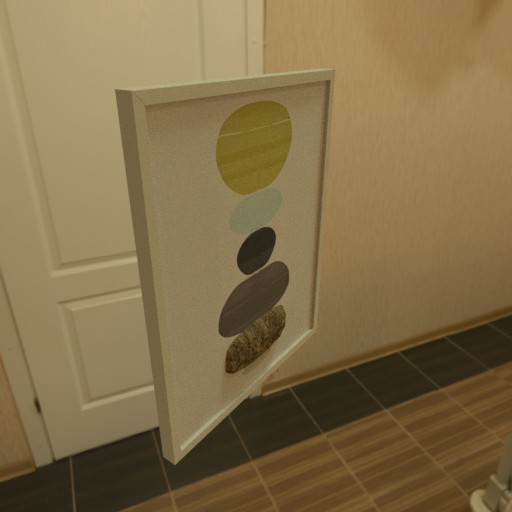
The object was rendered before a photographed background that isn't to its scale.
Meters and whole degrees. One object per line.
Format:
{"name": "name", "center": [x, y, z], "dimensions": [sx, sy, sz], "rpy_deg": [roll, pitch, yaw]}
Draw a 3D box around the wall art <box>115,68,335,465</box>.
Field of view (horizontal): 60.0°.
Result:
{"name": "wall art", "center": [0.000, 0.000, 1.016], "dimensions": [0.055, 0.763, 0.611], "rpy_deg": [18, 31, 33]}
